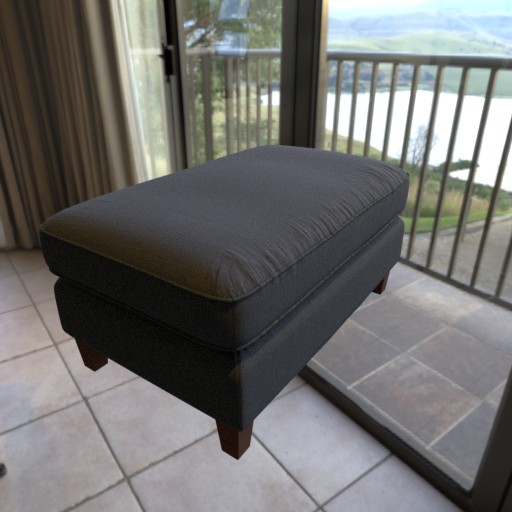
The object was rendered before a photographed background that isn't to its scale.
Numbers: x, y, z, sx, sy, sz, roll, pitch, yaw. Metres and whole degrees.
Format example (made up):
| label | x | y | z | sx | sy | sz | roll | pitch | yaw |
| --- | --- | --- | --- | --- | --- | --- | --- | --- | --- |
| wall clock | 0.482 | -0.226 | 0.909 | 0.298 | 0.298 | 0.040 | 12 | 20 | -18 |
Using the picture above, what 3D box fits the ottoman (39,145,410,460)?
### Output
| label | x | y | z | sx | sy | sz | roll | pitch | yaw |
| --- | --- | --- | --- | --- | --- | --- | --- | --- | --- |
| ottoman | 0.000 | 0.000 | 1.190 | 0.570 | 0.438 | 0.885 | 17 | 31 | 31 |
